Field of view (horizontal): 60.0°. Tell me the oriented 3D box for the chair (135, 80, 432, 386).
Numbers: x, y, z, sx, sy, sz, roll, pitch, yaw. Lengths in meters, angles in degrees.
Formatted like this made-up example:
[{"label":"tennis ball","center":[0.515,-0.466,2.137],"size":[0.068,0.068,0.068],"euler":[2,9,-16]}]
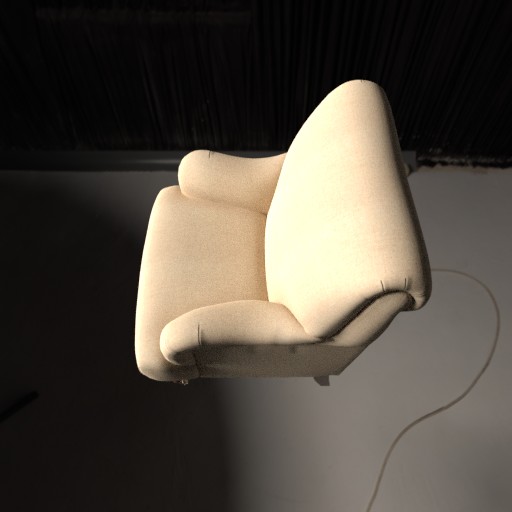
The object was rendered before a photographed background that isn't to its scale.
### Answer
[{"label":"chair","center":[0.000,0.000,1.551],"size":[0.842,0.944,0.766],"euler":[0,58,0]}]
